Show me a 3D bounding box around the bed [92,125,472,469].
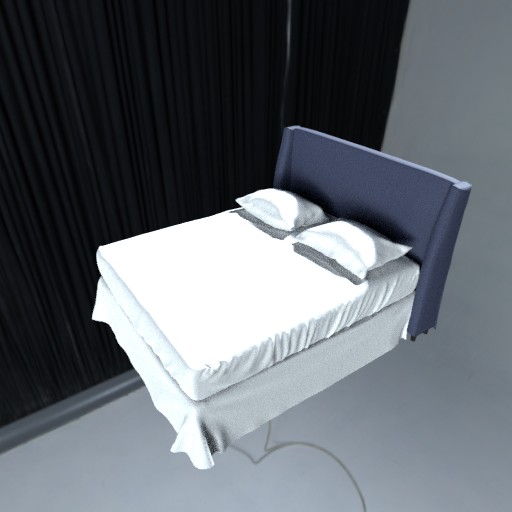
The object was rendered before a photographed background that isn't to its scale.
[{"bbox_3d":[0.000,0.000,3.436,2.276,1.332,1.925,-19,36,-29],"label":"bed"}]
